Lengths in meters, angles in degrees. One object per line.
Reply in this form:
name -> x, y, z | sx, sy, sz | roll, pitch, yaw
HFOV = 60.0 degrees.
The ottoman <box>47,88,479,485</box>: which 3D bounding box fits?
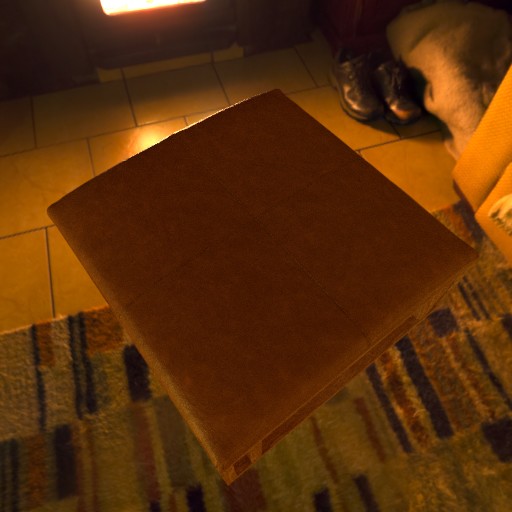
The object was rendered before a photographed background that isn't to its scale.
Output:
ottoman -> 0.000, 0.000, 1.570 | 1.013, 0.442, 1.016 | -34, 64, -19
